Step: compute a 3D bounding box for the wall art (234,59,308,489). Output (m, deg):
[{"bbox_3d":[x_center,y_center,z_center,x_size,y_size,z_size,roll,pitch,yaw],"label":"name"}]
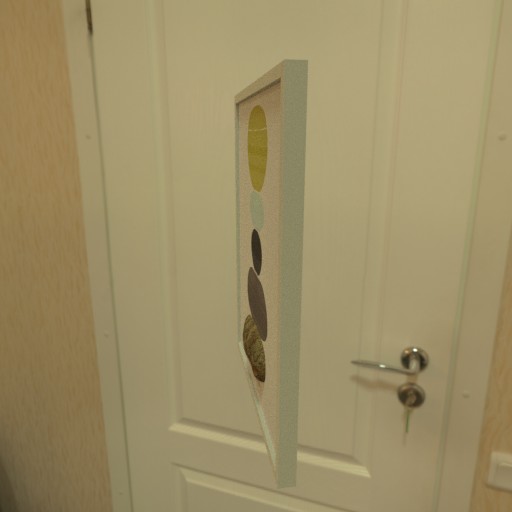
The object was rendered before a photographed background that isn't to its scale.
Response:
[{"bbox_3d":[0.000,0.000,1.045,0.055,0.763,0.611,-3,15,-9],"label":"wall art"}]
